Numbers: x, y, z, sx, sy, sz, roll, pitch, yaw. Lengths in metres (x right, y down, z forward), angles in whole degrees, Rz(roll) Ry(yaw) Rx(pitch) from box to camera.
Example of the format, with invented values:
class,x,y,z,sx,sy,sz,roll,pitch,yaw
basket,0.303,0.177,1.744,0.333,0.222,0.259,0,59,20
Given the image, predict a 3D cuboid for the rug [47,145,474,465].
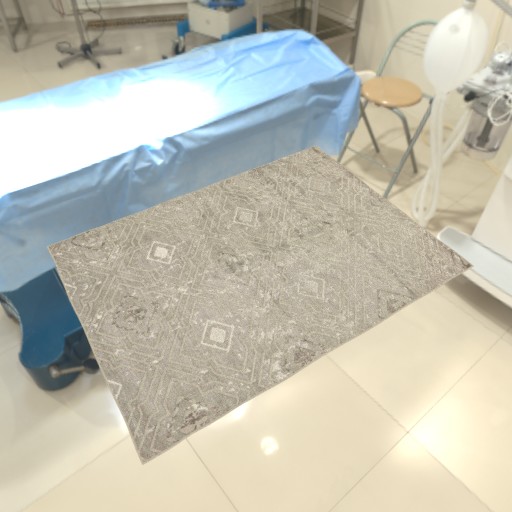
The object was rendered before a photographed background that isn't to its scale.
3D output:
class,x,y,z,sx,sy,sz,roll,pitch,yaw
rug,0.000,0.000,4.291,3.359,0.020,2.448,-25,51,-22
